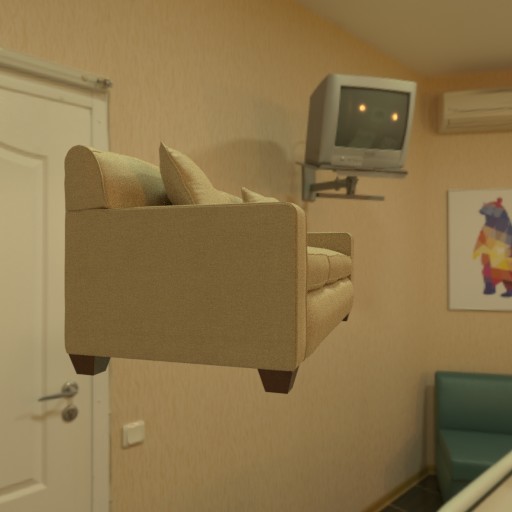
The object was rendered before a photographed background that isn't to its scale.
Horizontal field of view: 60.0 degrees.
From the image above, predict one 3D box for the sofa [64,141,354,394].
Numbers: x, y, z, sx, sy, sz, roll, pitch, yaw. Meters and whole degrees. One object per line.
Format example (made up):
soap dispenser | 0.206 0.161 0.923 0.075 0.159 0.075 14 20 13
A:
sofa | 0.000 0.000 2.572 0.997 0.958 2.024 0 0 18
